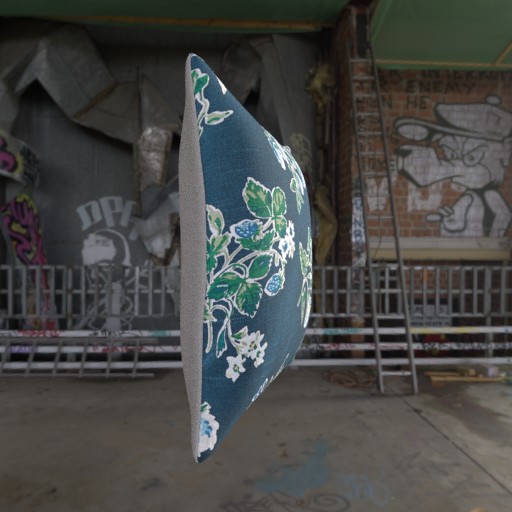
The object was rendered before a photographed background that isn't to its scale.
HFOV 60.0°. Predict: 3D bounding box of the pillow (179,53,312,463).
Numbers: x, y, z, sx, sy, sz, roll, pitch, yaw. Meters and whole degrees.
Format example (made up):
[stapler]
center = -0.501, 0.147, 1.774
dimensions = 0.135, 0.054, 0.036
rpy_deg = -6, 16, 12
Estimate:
[pillow]
center = 0.000, 0.000, 0.794
dimensions = 0.166, 0.508, 0.525
rpy_deg = 0, 0, 17
